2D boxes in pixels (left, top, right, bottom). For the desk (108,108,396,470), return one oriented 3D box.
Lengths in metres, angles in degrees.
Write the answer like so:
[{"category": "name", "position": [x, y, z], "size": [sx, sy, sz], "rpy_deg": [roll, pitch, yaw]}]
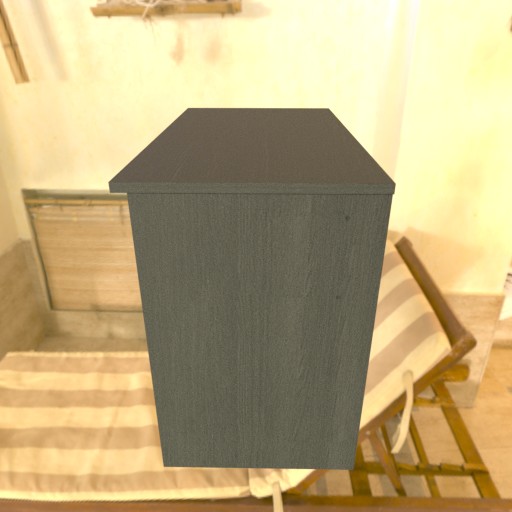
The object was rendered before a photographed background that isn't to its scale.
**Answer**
[{"category": "desk", "position": [0.000, 0.000, 1.326], "size": [0.498, 0.724, 0.893], "rpy_deg": [0, 26, 1]}]
